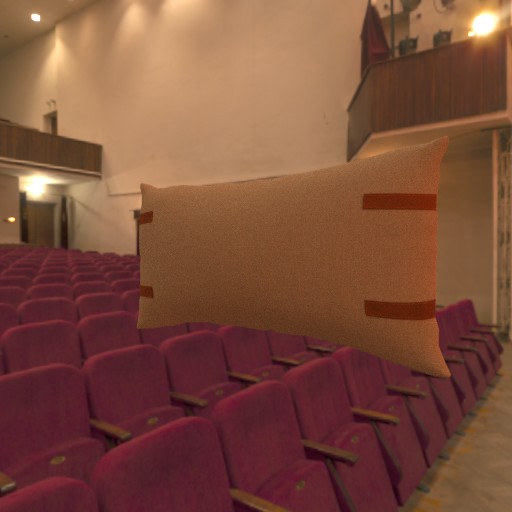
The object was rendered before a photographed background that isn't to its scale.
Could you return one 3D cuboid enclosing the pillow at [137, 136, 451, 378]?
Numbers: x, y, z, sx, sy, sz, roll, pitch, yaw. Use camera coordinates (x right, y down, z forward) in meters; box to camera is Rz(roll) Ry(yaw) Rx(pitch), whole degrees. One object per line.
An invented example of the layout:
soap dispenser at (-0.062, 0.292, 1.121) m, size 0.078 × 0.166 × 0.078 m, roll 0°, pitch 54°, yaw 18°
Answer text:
pillow at (0.000, 0.000, 0.741) m, size 0.612 × 0.308 × 0.148 m, roll 0°, pitch 1°, yaw 36°
